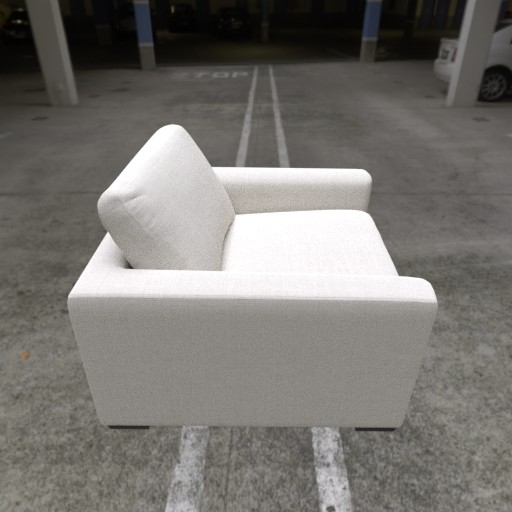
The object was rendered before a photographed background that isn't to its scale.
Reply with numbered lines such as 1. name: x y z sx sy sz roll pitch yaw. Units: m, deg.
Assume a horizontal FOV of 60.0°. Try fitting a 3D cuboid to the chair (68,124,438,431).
1. chair: 0.000 0.000 1.815 1.100 0.876 1.070 0 31 0
